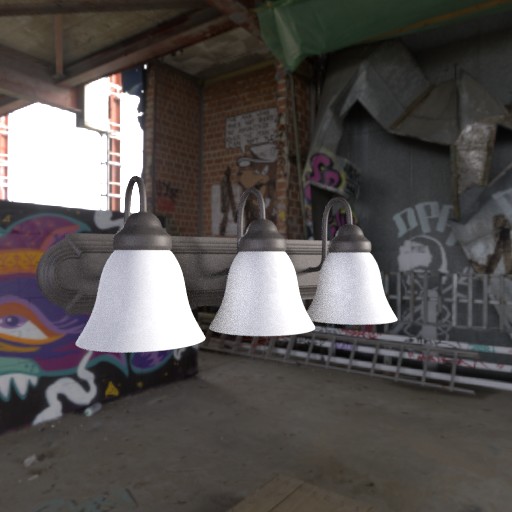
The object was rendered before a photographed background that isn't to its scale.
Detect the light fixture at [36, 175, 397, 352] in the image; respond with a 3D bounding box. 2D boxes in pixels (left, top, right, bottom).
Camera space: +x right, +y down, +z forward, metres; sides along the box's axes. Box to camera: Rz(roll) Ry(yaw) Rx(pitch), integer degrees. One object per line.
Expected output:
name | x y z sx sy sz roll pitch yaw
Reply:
light fixture | 0.000 0.000 0.709 0.610 0.222 0.199 0 0 -34
